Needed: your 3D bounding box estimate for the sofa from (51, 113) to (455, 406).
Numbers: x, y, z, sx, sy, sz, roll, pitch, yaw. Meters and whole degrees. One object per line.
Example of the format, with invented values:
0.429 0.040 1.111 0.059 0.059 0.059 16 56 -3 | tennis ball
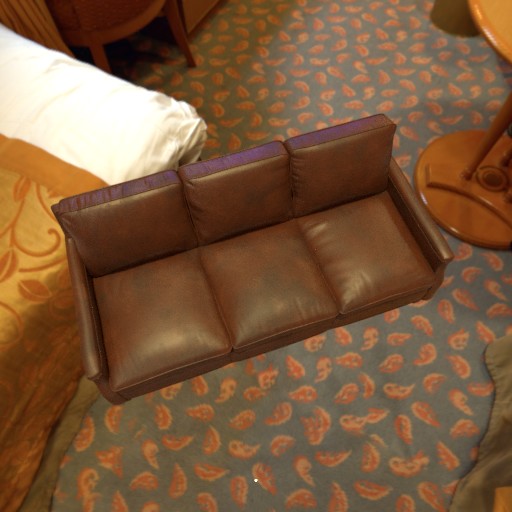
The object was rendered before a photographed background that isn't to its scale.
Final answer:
0.000 0.000 2.808 2.240 1.003 1.084 -17 64 -8 | sofa
